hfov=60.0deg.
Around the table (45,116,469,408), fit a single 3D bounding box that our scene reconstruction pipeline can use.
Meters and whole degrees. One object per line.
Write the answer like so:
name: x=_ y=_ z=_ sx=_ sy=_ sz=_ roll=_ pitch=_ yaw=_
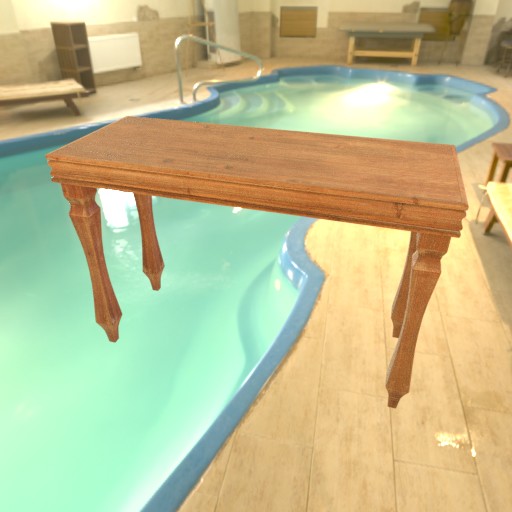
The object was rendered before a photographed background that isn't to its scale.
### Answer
table: x=0.000 y=0.000 z=1.770 sx=1.330 sy=0.873 sz=0.522 roll=9 pitch=33 yaw=14
